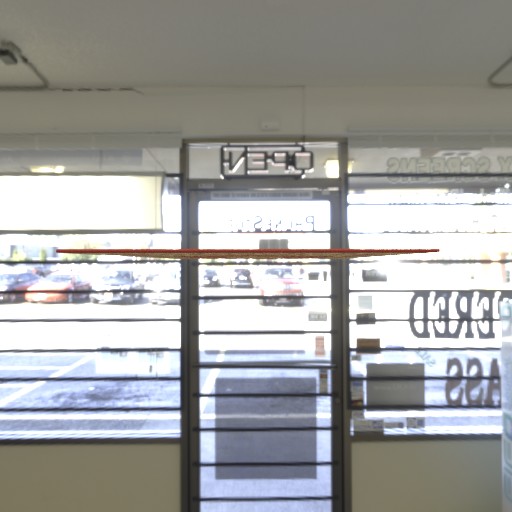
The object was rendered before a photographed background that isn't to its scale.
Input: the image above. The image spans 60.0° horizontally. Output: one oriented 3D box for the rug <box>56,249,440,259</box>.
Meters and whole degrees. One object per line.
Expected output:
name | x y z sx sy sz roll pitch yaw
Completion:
rug | 0.000 0.000 2.270 1.194 0.013 1.802 0 -1 2
